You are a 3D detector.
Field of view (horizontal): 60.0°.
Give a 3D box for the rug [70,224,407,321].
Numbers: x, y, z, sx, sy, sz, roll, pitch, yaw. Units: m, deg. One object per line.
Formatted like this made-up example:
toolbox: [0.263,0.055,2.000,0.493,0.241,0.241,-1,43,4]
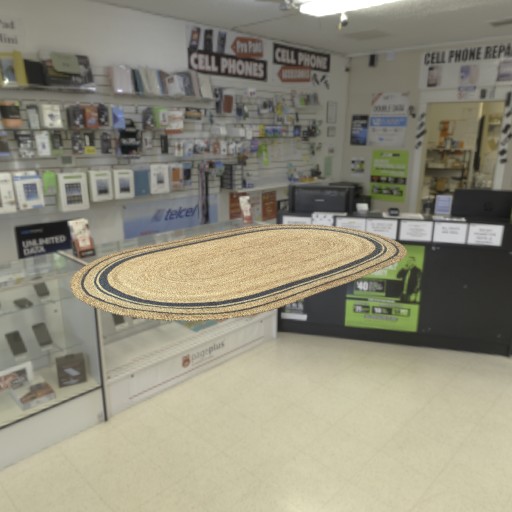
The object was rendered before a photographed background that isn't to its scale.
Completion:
rug: [0.000,0.000,3.048,2.432,0.006,1.520,-14,21,-41]
